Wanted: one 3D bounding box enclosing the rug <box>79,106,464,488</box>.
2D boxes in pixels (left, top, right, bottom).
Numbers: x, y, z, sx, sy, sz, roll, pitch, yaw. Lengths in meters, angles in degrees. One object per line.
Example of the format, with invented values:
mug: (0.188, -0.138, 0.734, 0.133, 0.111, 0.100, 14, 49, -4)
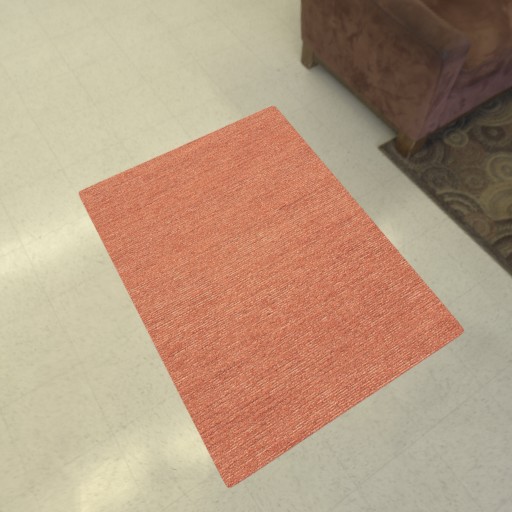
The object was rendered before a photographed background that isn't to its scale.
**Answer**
rug: (0.000, 0.000, 2.812, 1.594, 0.009, 2.112, -28, 66, -14)
